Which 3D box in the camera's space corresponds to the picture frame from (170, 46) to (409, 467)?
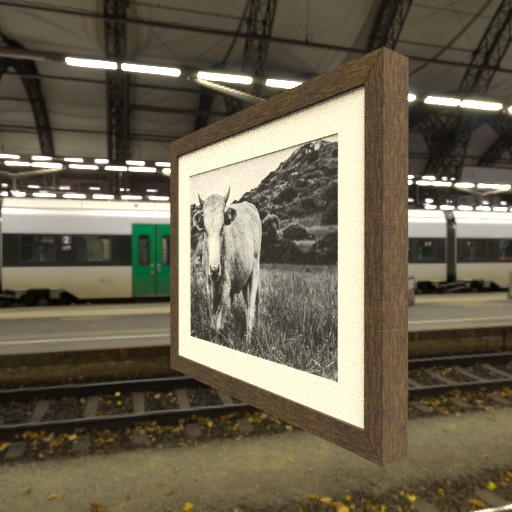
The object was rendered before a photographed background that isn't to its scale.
[{"bbox_3d":[0.000,0.000,0.509,0.033,0.330,0.378,0,0,-37],"label":"picture frame"}]
